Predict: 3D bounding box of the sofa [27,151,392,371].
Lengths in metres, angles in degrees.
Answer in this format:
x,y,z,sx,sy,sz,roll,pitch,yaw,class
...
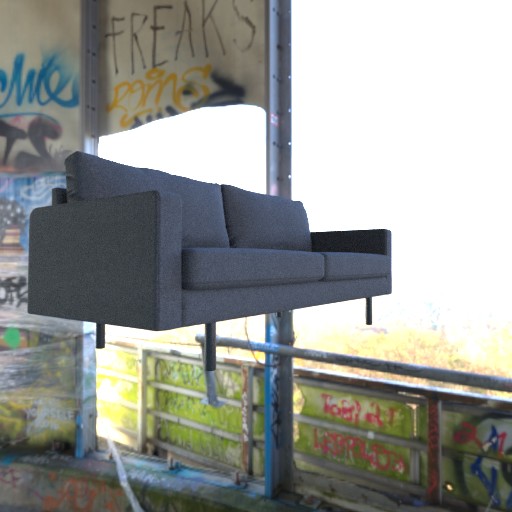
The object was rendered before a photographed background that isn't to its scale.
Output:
x,y,z,sx,sy,sz,roll,pitch,yaw,class
0.000,0.000,2.473,0.880,0.880,2.100,-1,-1,37,sofa
